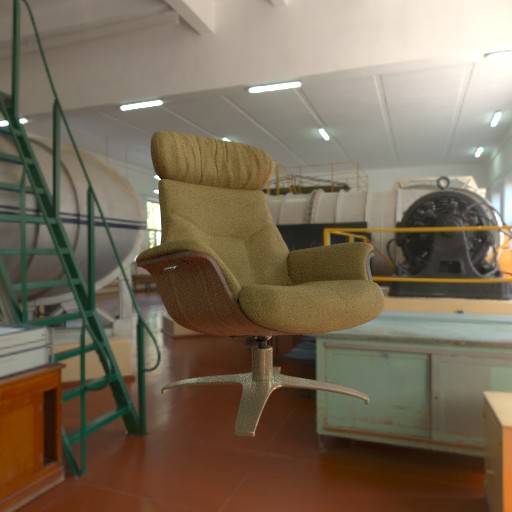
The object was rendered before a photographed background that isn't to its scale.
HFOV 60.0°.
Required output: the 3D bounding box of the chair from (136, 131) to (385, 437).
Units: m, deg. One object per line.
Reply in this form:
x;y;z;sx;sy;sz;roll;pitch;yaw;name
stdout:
0.000;0.000;1.587;0.785;0.995;0.837;0;0;-35;chair
